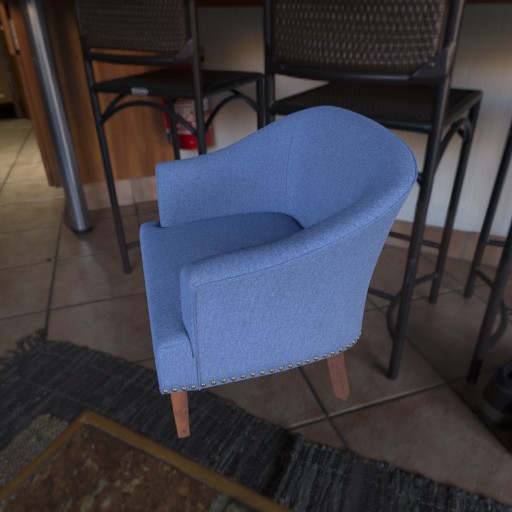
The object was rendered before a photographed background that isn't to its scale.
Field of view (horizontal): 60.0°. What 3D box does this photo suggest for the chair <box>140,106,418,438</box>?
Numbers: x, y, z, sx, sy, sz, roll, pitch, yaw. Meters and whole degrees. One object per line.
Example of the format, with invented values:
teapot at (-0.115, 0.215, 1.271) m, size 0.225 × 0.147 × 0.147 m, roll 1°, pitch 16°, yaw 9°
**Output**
chair at (0.000, 0.000, 1.411) m, size 0.704 × 0.815 × 0.798 m, roll -8°, pitch 32°, yaw -14°
